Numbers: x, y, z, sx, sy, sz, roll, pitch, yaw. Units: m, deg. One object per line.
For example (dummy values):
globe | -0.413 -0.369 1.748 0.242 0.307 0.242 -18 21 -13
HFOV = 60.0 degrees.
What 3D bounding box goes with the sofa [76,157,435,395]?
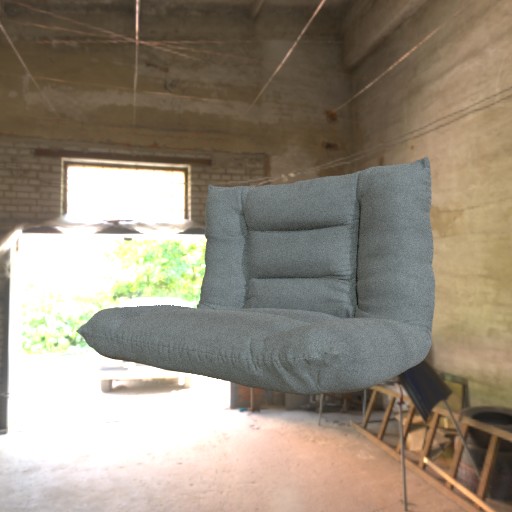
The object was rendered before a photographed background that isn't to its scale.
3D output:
sofa | 0.000 0.000 1.690 1.144 0.795 0.847 -2 -3 38
